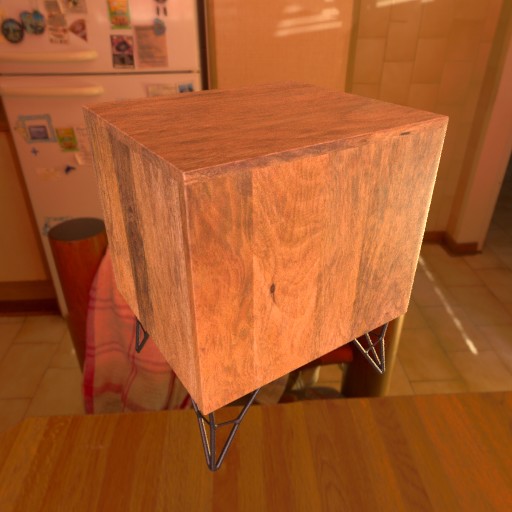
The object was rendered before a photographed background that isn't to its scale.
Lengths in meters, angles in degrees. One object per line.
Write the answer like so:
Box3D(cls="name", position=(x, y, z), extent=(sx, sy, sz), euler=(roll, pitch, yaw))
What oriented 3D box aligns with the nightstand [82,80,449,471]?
Box3D(cls="nightstand", position=(0.000, 0.000, 0.872), extent=(0.457, 0.559, 0.406), euler=(-19, 35, -28))
